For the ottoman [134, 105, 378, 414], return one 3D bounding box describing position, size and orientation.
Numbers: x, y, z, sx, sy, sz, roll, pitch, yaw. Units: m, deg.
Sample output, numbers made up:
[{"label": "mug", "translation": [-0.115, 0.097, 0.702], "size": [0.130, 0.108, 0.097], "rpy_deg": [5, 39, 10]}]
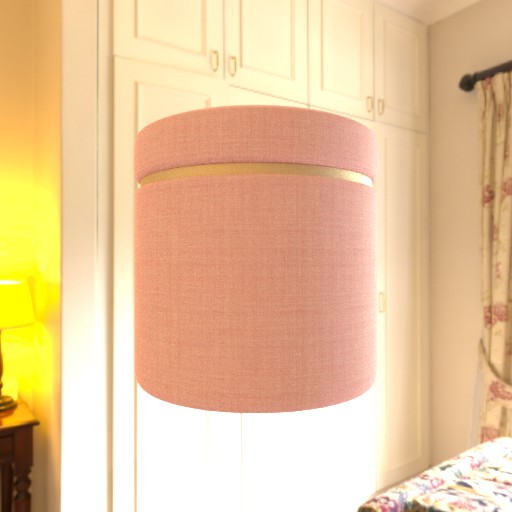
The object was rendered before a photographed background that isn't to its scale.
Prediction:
[{"label": "ottoman", "translation": [0.000, 0.000, 0.752], "size": [0.400, 0.406, 0.400], "rpy_deg": [0, 0, 0]}]
